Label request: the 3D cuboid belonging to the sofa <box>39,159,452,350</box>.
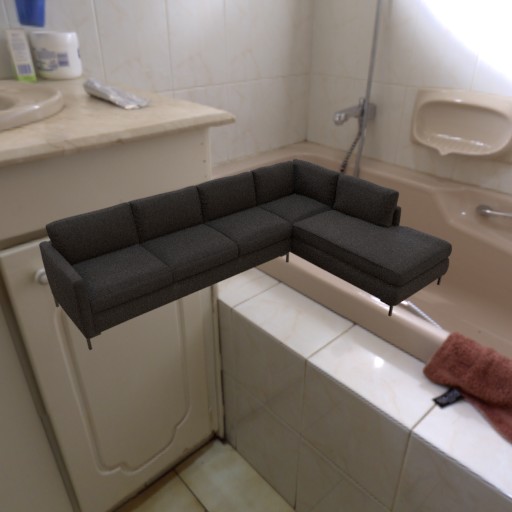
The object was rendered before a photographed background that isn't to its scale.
[{"bbox_3d":[0.000,0.000,3.787,2.949,0.815,2.007,-22,36,-34],"label":"sofa"}]
